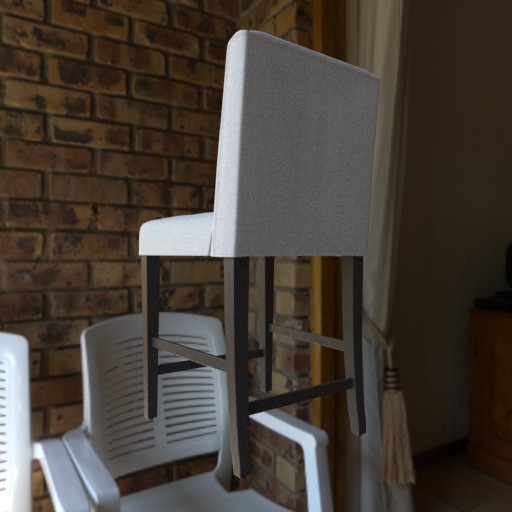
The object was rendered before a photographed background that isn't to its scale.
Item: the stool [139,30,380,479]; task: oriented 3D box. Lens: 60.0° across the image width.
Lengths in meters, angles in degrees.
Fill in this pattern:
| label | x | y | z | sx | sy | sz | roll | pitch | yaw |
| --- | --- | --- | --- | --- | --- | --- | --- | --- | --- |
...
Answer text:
| label | x | y | z | sx | sy | sz | roll | pitch | yaw |
| --- | --- | --- | --- | --- | --- | --- | --- | --- | --- |
| stool | 0.000 | 0.000 | 1.217 | 0.474 | 0.939 | 0.509 | 0 | 0 | -36 |
